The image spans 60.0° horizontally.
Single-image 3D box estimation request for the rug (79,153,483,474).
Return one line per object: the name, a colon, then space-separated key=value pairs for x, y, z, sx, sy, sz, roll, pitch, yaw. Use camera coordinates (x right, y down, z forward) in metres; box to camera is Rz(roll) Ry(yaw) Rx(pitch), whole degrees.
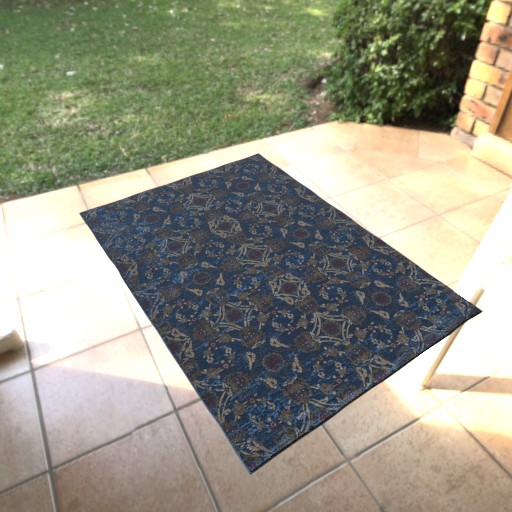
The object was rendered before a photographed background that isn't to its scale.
rug: x=0.000 y=0.000 z=2.825 sx=1.567 sy=0.014 sz=2.207 roll=-24 pitch=47 yaw=-25
